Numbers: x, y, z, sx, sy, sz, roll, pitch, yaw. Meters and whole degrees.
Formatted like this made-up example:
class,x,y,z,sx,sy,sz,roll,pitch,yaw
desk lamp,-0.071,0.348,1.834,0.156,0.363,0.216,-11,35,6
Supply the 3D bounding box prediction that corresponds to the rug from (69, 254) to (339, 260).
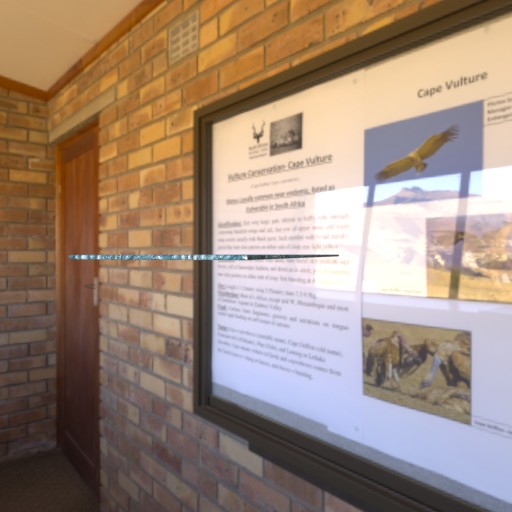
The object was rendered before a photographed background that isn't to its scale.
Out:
class,x,y,z,sx,sy,sz,roll,pitch,yaw
rug,0.000,0.000,2.558,0.676,0.016,2.286,0,0,18
